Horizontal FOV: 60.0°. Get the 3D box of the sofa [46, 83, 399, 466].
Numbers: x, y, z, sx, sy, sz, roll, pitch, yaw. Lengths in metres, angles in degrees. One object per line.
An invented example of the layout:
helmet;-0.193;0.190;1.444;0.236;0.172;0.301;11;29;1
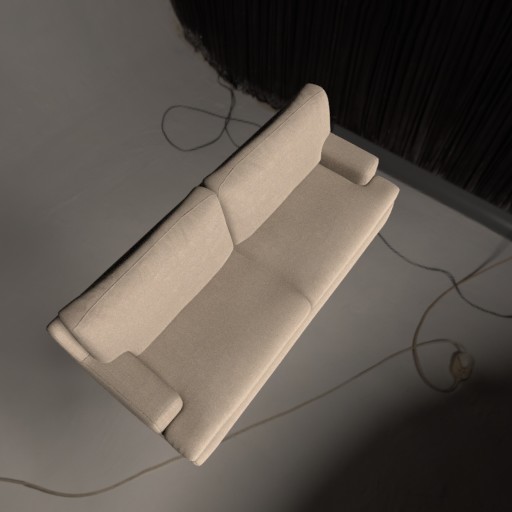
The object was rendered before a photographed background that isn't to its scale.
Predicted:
sofa;0.000;0.000;2.862;0.962;0.980;2.354;33;64;18
